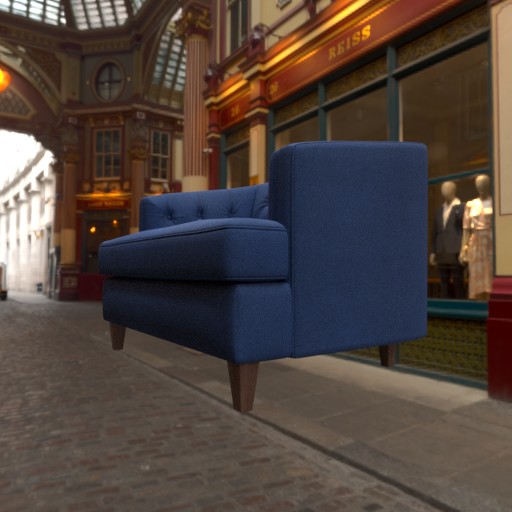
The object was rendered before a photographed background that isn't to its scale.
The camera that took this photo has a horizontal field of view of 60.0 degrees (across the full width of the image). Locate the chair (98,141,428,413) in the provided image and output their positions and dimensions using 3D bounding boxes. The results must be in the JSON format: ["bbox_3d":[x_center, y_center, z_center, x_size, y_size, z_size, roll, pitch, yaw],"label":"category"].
[{"bbox_3d":[0.000,0.000,1.715,0.914,0.787,1.118,1,-2,-35],"label":"chair"}]
